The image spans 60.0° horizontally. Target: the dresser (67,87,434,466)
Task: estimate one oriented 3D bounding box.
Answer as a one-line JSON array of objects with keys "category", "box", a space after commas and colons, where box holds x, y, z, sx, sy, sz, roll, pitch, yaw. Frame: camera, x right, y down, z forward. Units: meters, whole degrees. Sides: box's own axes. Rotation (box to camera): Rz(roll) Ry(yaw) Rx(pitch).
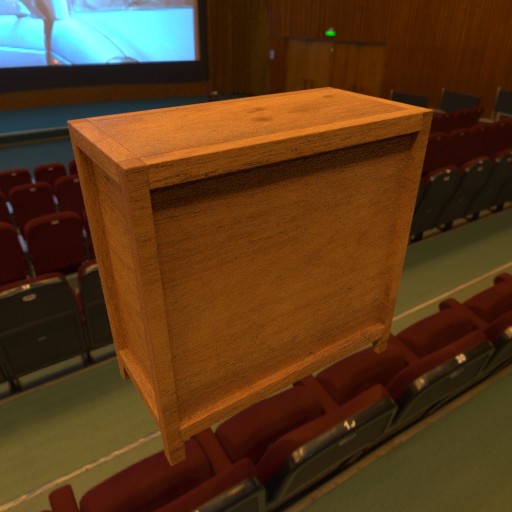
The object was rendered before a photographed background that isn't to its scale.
[{"category": "dresser", "box": [0.000, 0.000, 1.286, 0.804, 0.804, 0.427, -18, 35, -28]}]
